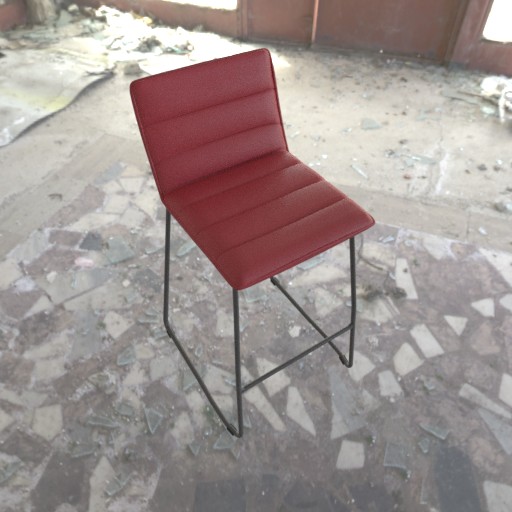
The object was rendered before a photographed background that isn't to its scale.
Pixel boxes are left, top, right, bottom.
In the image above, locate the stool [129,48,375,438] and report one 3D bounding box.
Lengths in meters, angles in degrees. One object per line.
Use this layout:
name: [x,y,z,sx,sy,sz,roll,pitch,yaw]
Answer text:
stool: [0.000,0.000,1.265,0.489,0.937,0.524,-25,51,-22]
